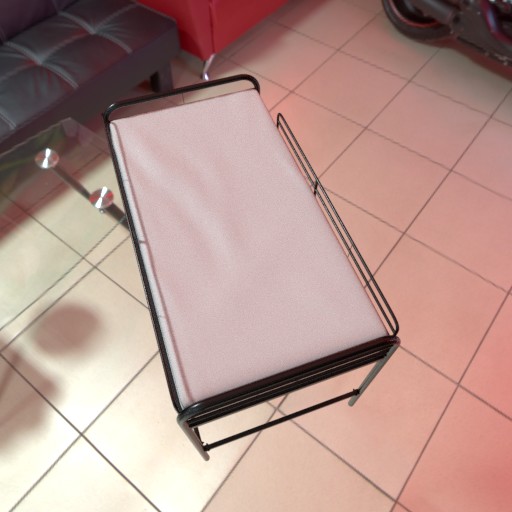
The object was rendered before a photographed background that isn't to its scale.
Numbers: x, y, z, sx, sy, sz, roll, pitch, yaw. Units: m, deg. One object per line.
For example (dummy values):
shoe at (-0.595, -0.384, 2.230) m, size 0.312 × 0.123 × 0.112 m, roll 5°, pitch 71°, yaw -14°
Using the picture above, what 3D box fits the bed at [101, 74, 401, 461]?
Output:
bed at (0.000, 0.000, 2.907) m, size 1.393 × 1.289 × 1.968 m, roll -17°, pitch 60°, yaw -10°
